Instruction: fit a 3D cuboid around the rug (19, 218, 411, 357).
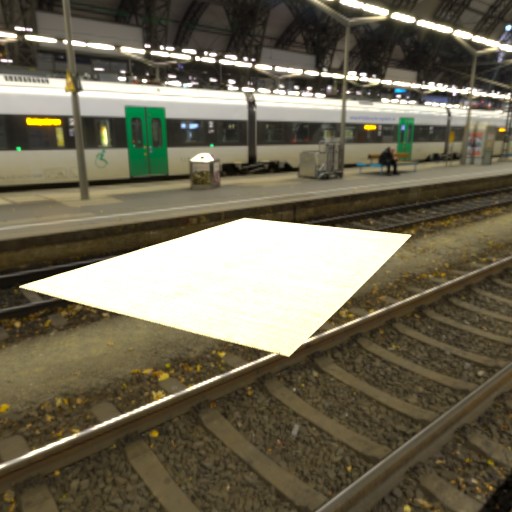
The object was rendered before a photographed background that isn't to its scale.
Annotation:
[{"bbox_3d":[0.000,0.000,2.349,1.250,0.015,1.850,8,17,28],"label":"rug"}]
